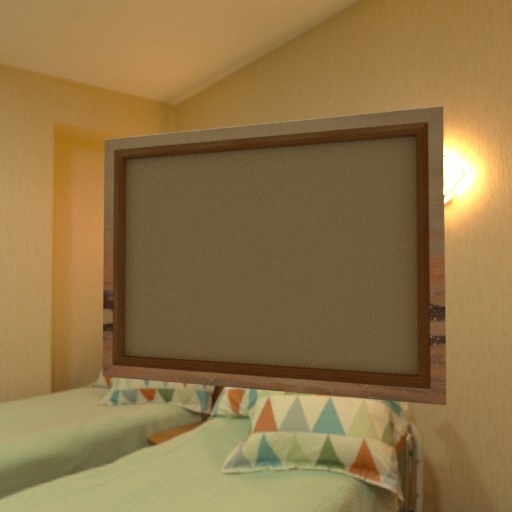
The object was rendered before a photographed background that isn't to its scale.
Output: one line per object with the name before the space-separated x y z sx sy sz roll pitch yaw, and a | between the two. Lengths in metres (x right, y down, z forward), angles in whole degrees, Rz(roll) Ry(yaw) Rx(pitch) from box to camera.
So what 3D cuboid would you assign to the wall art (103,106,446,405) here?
wall art | 0.000 0.000 1.291 1.015 0.763 0.038 0 -1 17
